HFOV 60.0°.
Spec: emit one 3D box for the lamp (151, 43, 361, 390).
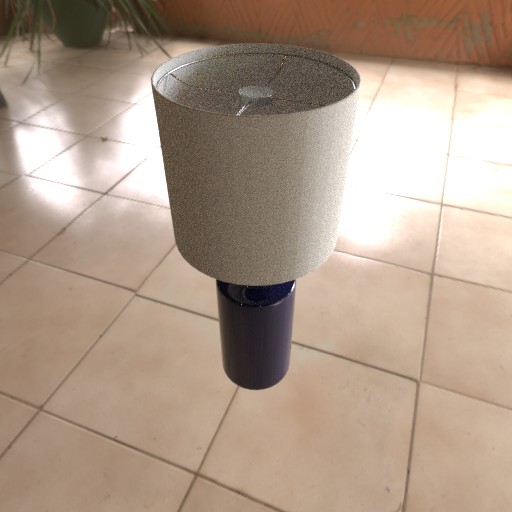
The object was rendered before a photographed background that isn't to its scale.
[{"bbox_3d":[0.000,0.000,0.614,0.212,0.493,0.212,14,43,15],"label":"lamp"}]
